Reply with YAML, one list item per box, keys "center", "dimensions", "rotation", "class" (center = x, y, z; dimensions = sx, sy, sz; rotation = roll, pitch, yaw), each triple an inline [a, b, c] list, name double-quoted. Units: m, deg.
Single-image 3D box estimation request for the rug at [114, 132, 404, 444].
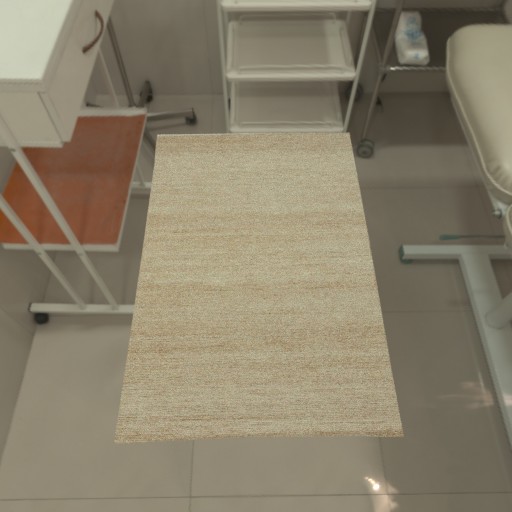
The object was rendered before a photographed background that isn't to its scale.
- center: [0.000, 0.000, 3.004]
  dimensions: [1.574, 0.029, 2.346]
  rotation: [-1, 59, 0]
  class: "rug"
